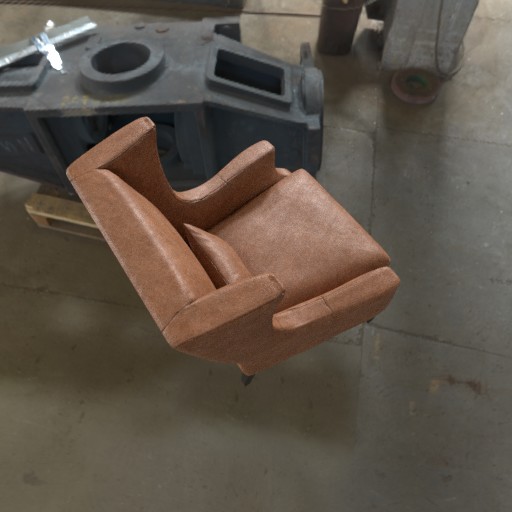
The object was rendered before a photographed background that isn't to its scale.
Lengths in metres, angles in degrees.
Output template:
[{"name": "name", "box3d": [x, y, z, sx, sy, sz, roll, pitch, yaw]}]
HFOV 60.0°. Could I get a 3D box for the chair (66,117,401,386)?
[{"name": "chair", "box3d": [0.000, 0.000, 1.710, 0.926, 1.016, 0.853, -30, 64, -17]}]
